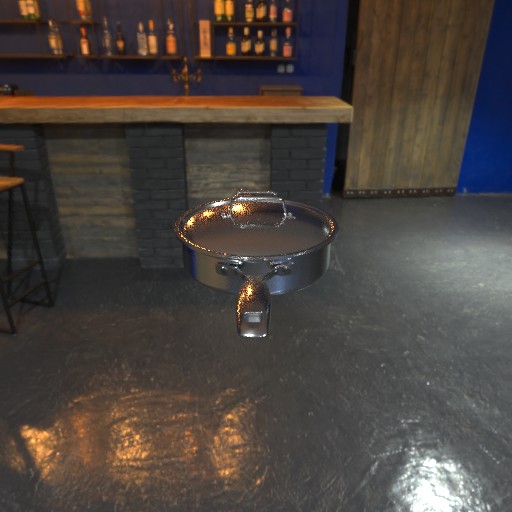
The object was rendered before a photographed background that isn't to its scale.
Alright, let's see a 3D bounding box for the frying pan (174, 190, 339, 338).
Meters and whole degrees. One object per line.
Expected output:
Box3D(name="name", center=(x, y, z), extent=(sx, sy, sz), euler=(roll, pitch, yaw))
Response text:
Box3D(name="frying pan", center=(0.000, 0.000, 0.594), extent=(0.245, 0.111, 0.492), euler=(0, 26, 0))
